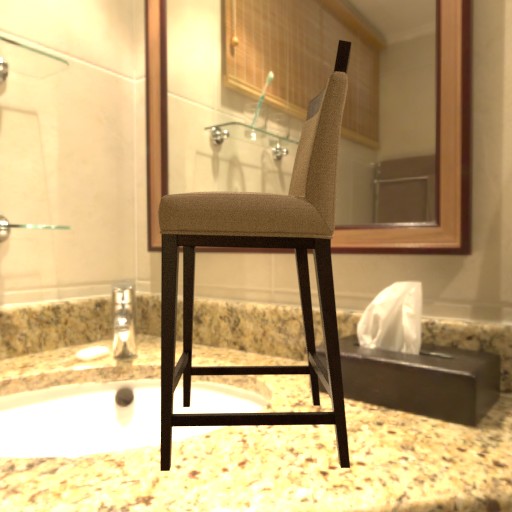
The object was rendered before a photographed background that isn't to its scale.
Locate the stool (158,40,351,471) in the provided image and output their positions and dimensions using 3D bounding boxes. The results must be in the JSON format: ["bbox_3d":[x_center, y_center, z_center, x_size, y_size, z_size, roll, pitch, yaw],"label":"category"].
[{"bbox_3d":[0.000,0.000,1.391,0.531,1.117,0.511,0,2,-2],"label":"stool"}]
